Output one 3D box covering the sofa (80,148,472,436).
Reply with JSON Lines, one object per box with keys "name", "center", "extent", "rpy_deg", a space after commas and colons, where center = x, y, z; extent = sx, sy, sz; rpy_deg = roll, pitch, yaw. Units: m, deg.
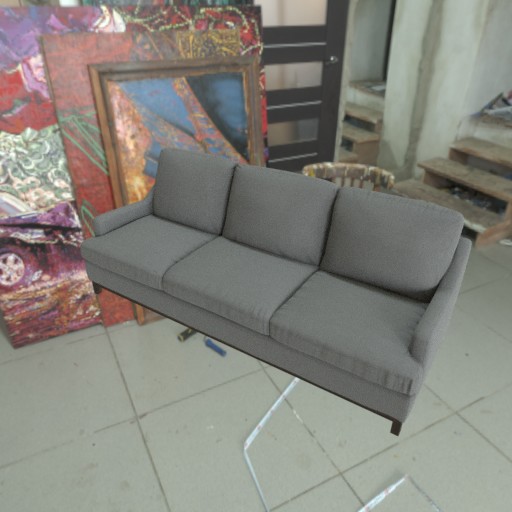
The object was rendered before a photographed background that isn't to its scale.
{"name": "sofa", "center": [0.000, 0.000, 2.842], "extent": [2.344, 0.926, 0.987], "rpy_deg": [18, 35, 28]}
